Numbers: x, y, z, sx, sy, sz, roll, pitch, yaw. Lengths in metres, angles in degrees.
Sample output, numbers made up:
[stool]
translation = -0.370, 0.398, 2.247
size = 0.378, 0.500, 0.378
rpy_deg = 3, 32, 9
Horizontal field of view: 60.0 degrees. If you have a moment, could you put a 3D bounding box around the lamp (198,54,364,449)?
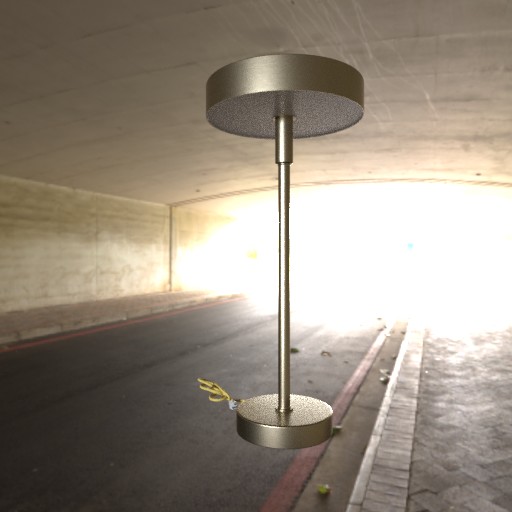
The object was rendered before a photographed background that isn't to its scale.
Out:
[lamp]
translation = 0.000, 0.000, 0.708
size = 0.229, 0.508, 0.369
rpy_deg = 0, 0, -36
